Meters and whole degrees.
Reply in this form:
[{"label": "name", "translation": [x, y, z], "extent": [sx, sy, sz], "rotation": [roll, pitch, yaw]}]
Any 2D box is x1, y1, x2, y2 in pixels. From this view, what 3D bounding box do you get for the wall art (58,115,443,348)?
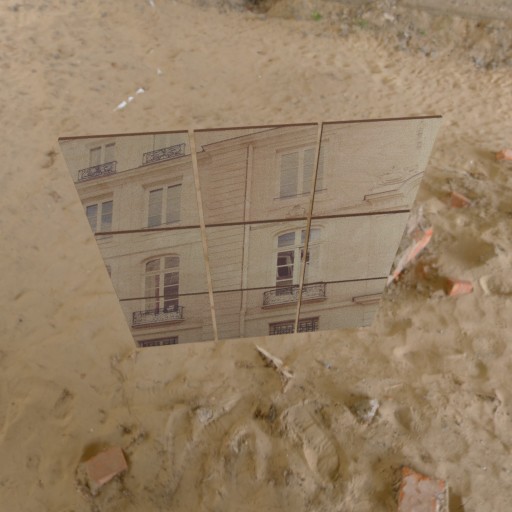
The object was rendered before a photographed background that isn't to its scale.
[{"label": "wall art", "translation": [0.000, 0.000, 1.855], "extent": [1.221, 1.218, 0.024], "rotation": [-5, 48, -4]}]
